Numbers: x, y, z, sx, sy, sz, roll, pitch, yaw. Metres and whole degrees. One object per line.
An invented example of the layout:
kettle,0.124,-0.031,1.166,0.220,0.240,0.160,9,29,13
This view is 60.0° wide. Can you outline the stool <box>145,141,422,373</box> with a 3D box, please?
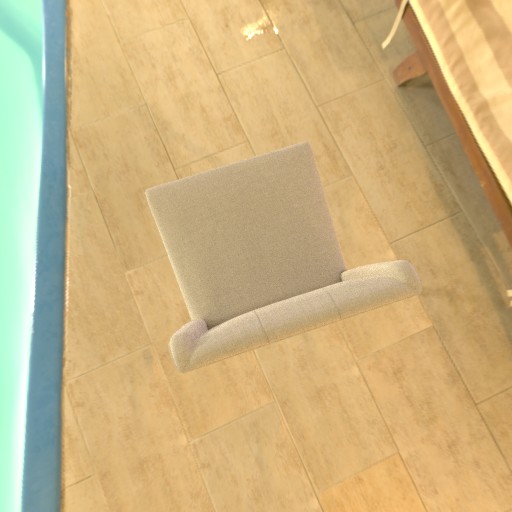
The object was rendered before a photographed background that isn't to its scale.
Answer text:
stool,0.000,0.000,1.230,0.474,0.939,0.509,-18,77,-4
